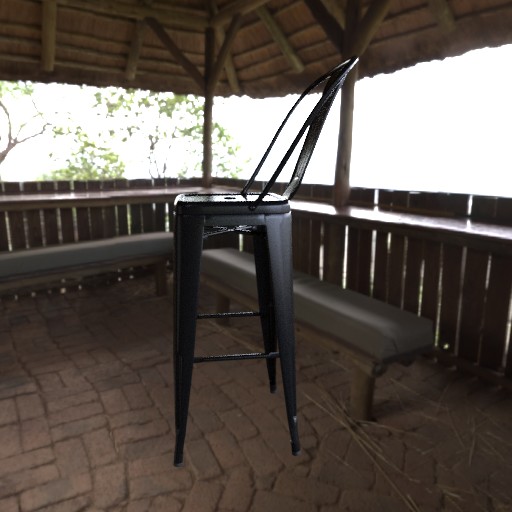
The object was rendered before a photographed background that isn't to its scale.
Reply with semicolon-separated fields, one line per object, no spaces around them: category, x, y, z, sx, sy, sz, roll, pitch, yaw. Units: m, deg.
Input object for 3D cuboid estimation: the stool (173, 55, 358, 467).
stool;0.000;0.000;1.316;0.513;1.096;0.399;-2;12;-8
